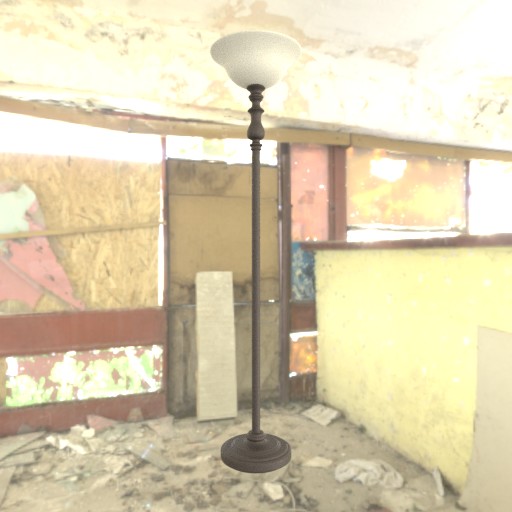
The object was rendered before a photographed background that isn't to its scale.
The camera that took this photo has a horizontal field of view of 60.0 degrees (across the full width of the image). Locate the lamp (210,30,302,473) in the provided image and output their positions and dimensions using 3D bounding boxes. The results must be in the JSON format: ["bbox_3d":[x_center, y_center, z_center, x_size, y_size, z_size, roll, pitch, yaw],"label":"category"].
[{"bbox_3d":[0.000,0.000,1.967,0.405,1.797,0.405,0,0,0],"label":"lamp"}]
